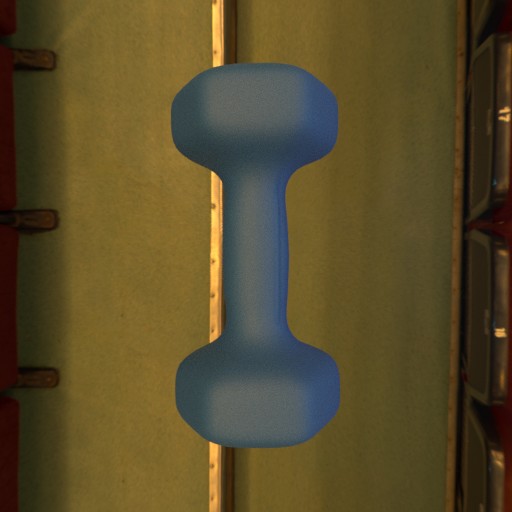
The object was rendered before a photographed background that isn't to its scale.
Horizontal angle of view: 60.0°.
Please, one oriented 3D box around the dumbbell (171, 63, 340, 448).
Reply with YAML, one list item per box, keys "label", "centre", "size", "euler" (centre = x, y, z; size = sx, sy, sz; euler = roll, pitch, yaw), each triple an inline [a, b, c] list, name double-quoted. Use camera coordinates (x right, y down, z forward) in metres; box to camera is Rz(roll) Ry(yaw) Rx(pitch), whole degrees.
- label: "dumbbell"
  centre: [0.000, 0.000, 0.269]
  size: [0.103, 0.093, 0.212]
  euler: [0, 91, 1]
